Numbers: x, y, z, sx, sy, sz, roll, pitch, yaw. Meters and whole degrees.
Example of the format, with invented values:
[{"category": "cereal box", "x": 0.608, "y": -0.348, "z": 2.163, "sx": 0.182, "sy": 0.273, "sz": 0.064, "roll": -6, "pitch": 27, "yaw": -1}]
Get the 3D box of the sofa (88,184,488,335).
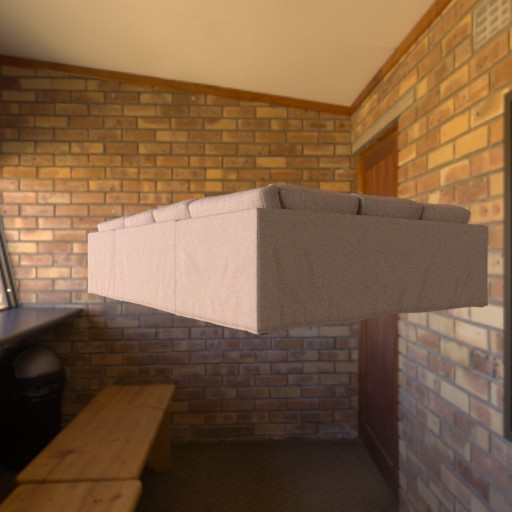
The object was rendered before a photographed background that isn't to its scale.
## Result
[{"category": "sofa", "x": 0.000, "y": 0.000, "z": 4.484, "sx": 2.427, "sy": 0.882, "sz": 3.460, "roll": 0, "pitch": 0, "yaw": -35}]
